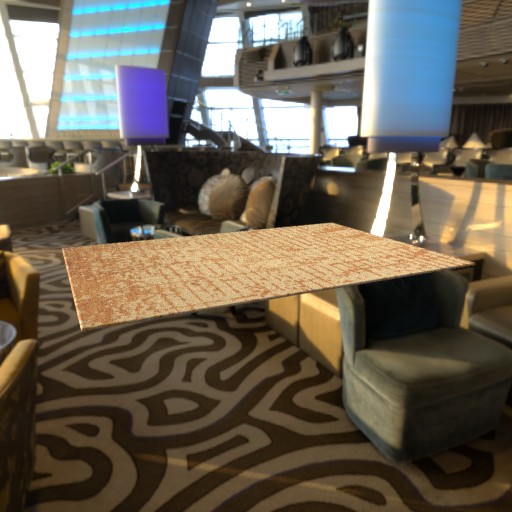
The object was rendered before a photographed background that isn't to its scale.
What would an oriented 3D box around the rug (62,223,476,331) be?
[{"bbox_3d":[0.000,0.000,2.339,1.829,0.011,1.219,-7,16,-25],"label":"rug"}]
